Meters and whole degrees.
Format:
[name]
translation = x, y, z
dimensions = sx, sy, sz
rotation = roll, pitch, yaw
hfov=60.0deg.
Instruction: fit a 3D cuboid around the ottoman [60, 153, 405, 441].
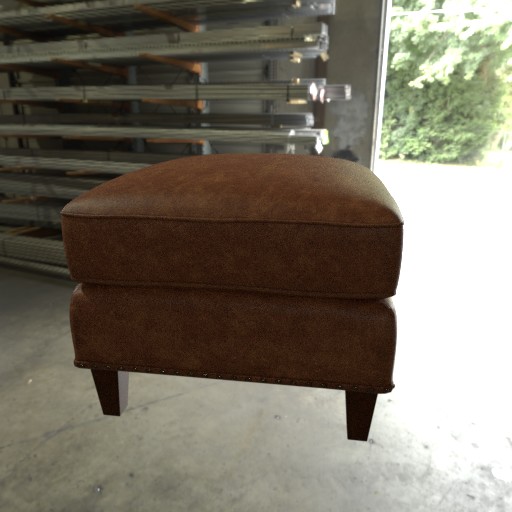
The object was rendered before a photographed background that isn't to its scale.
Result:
[ottoman]
translation = 0.000, 0.000, 1.093
dimensions = 0.586, 0.486, 0.742
rotation = 3, 17, 8
